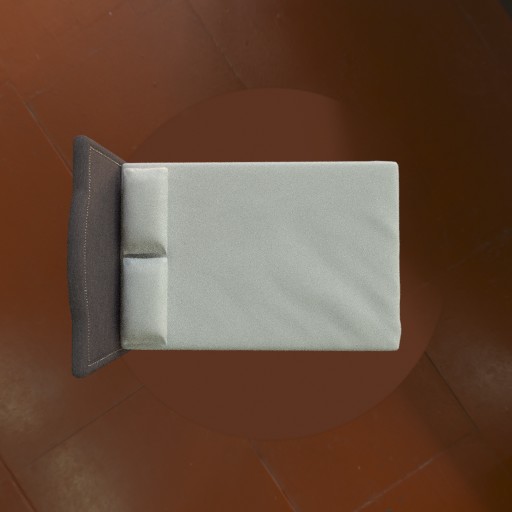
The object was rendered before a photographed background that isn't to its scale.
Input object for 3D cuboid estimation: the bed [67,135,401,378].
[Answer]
[{"bbox_3d":[0.000,0.000,3.650,2.507,1.441,1.741,0,89,2],"label":"bed"}]
